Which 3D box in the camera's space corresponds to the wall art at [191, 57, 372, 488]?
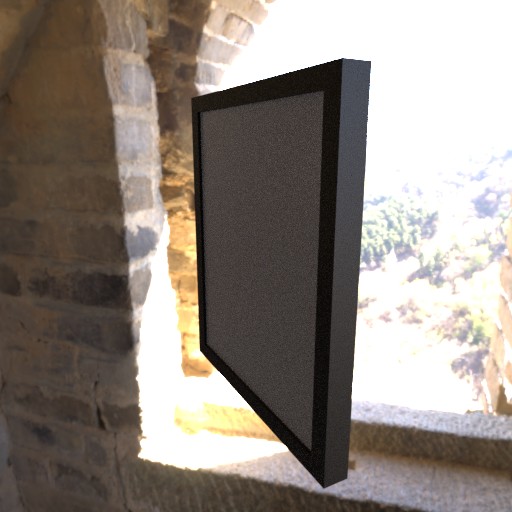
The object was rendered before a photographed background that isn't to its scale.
[{"bbox_3d":[0.000,0.000,0.524,0.029,0.381,0.330,-7,16,-27],"label":"wall art"}]
